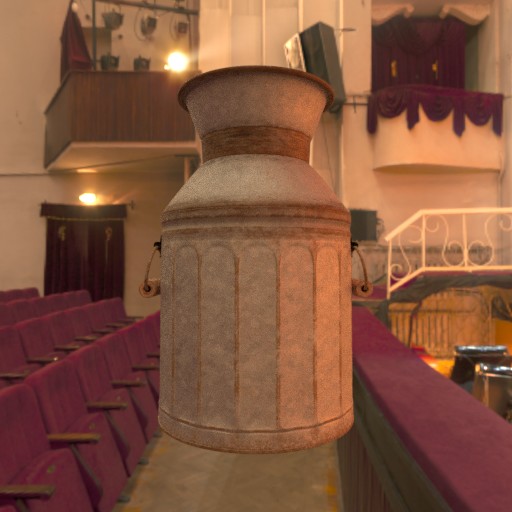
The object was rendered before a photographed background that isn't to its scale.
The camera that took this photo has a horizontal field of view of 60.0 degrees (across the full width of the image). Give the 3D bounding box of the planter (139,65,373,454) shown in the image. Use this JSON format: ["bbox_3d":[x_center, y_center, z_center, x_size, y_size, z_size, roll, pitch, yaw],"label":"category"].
[{"bbox_3d":[0.000,0.000,0.501,0.248,0.358,0.215,0,-1,-1],"label":"planter"}]
